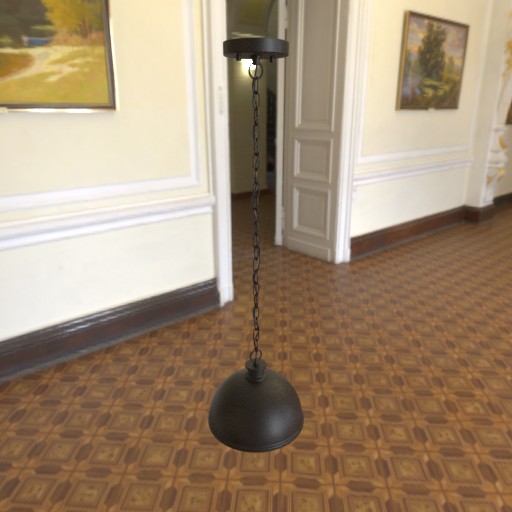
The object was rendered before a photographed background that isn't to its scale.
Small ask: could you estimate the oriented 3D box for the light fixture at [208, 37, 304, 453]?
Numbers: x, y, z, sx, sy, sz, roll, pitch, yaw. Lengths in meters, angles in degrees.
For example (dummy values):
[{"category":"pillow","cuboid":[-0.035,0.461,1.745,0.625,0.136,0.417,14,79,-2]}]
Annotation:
[{"category":"light fixture","cuboid":[0.000,0.000,1.245,0.304,1.090,0.304,-10,21,-27]}]
